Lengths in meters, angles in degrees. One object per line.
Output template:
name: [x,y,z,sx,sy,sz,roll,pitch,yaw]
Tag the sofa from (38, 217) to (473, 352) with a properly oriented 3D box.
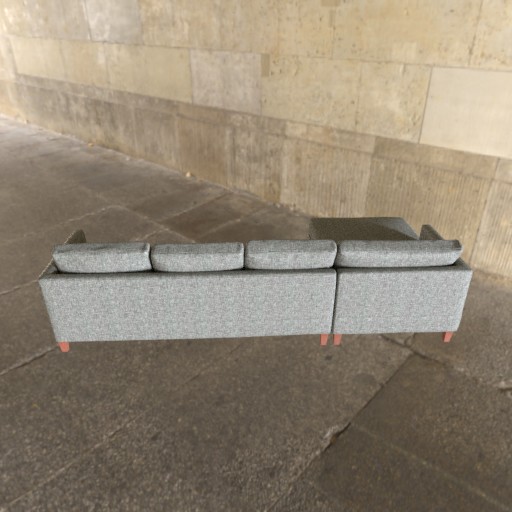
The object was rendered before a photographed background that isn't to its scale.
sofa: [0.000,0.000,4.308,3.485,0.960,1.635,-1,29,-2]
